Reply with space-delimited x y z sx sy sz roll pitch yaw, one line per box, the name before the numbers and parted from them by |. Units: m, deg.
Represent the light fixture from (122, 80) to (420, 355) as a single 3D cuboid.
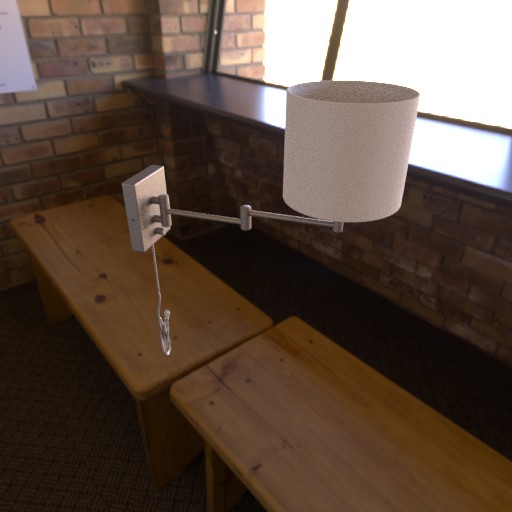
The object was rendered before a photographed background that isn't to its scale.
light fixture | 0.000 0.000 0.894 0.516 0.651 0.203 10 31 16
